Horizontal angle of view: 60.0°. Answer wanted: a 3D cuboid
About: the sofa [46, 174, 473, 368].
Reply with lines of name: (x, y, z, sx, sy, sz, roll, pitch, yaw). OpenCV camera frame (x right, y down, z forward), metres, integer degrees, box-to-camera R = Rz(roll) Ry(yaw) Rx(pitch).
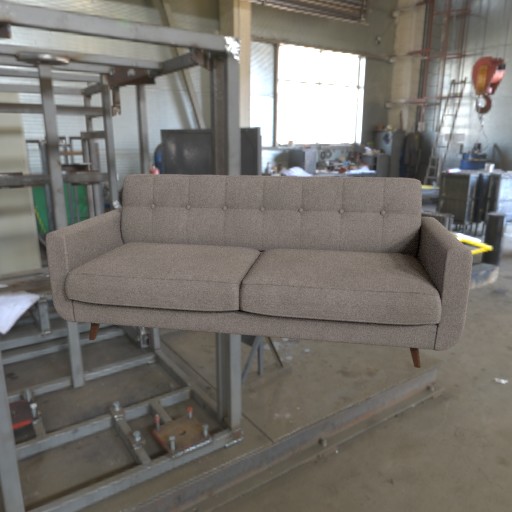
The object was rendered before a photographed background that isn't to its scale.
sofa: (0.000, 0.000, 2.471, 2.029, 0.841, 0.909, 3, 15, 10)
